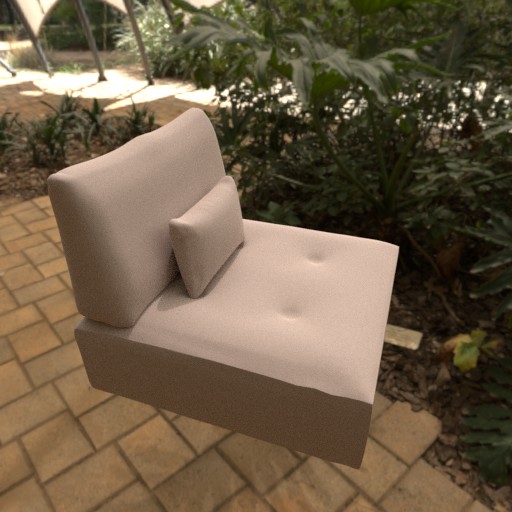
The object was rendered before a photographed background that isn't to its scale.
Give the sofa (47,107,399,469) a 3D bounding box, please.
[{"bbox_3d":[0.000,0.000,1.644,1.000,0.828,0.935,10,32,17],"label":"sofa"}]
